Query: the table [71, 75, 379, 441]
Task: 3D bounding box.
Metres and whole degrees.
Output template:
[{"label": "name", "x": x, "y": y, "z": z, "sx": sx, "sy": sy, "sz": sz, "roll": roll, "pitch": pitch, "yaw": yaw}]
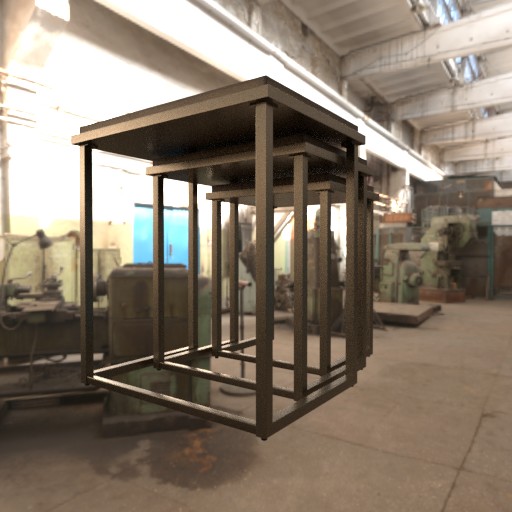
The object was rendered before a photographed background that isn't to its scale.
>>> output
[{"label": "table", "x": 0.000, "y": 0.000, "z": 1.164, "sx": 0.559, "sy": 0.610, "sz": 0.706, "roll": 1, "pitch": 1, "yaw": 36}]
